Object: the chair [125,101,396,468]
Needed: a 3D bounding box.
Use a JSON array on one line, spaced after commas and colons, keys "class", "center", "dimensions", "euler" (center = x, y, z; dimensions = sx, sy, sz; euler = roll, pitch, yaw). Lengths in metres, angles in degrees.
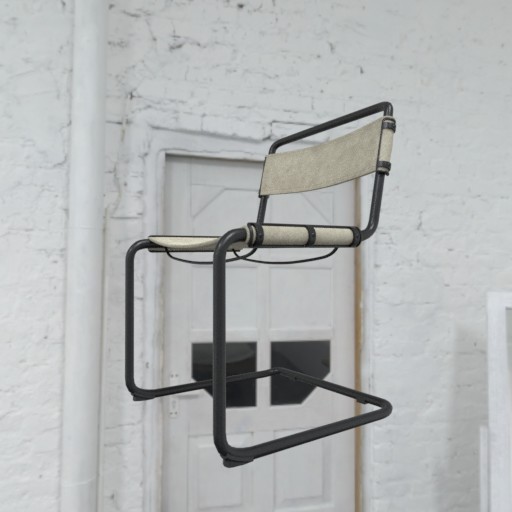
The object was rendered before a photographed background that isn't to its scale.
[{"class": "chair", "center": [0.000, 0.000, 1.091], "dimensions": [0.497, 0.747, 0.499], "euler": [1, -1, -35]}]
